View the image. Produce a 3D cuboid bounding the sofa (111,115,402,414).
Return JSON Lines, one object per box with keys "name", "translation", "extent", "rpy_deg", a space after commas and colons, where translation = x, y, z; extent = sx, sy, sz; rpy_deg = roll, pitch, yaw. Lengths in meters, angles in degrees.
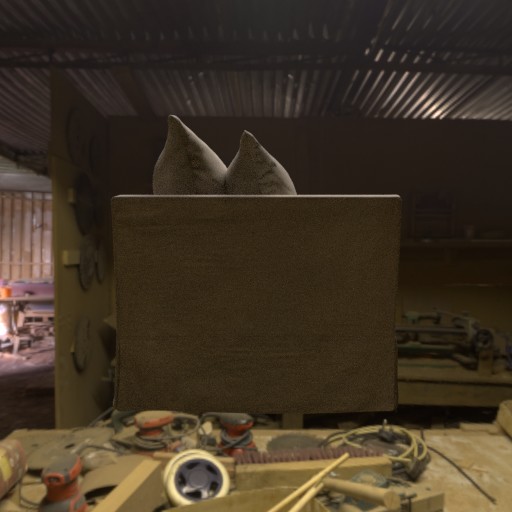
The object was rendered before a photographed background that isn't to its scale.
{"name": "sofa", "translation": [0.000, 0.000, 2.260], "extent": [1.035, 1.040, 1.608], "rpy_deg": [0, 1, 0]}
